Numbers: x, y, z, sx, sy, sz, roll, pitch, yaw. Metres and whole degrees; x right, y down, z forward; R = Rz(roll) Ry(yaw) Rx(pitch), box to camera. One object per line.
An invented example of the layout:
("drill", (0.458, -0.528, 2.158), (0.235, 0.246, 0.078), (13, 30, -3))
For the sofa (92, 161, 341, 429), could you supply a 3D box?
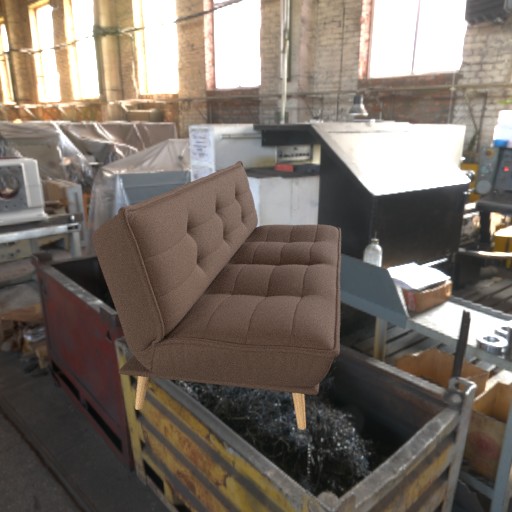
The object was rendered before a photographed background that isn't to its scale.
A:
("sofa", (0.000, 0.000, 2.504), (0.950, 0.890, 1.940), (3, 17, 10))
